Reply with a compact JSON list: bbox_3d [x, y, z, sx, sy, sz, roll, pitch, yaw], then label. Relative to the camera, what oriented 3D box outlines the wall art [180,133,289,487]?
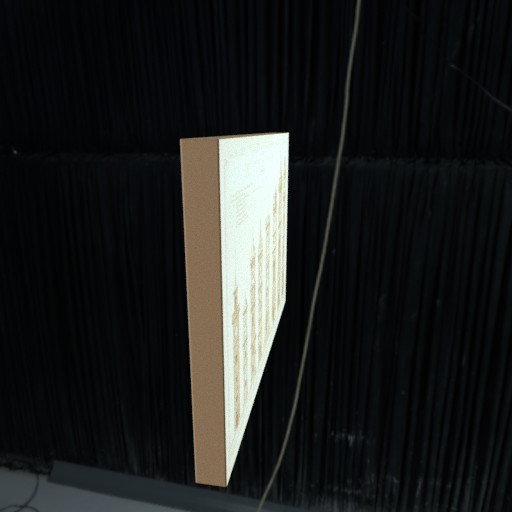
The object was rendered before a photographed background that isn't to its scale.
[{"bbox_3d":[0.000,0.000,0.772,0.039,0.407,0.609,3,16,10],"label":"wall art"}]
